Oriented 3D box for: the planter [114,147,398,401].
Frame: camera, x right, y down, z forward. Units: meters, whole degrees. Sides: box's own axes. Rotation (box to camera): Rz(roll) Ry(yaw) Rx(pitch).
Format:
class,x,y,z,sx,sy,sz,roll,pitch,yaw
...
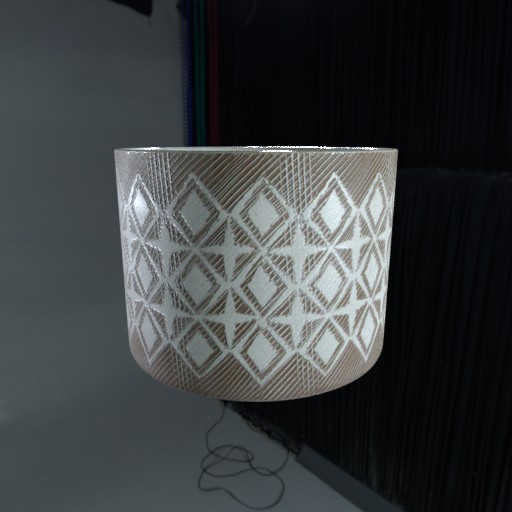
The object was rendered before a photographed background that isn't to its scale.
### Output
class,x,y,z,sx,sy,sz,roll,pitch,yaw
planter,0.000,0.000,0.220,0.126,0.104,0.126,0,14,0
